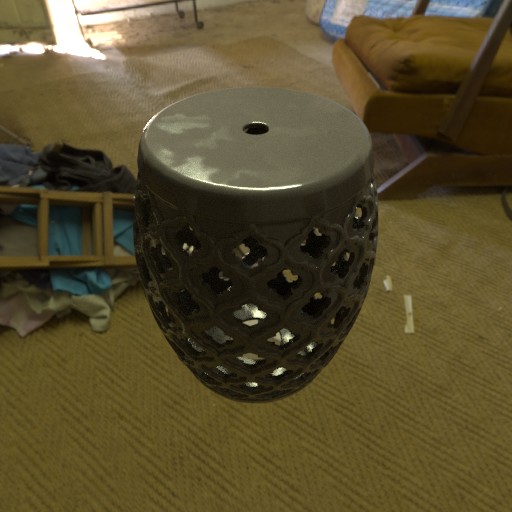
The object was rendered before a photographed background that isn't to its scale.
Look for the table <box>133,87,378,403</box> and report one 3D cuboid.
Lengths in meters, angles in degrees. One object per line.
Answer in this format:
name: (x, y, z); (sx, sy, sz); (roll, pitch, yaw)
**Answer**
table: (0.000, 0.000, 0.630); (0.325, 0.388, 0.325); (0, 42, 0)
